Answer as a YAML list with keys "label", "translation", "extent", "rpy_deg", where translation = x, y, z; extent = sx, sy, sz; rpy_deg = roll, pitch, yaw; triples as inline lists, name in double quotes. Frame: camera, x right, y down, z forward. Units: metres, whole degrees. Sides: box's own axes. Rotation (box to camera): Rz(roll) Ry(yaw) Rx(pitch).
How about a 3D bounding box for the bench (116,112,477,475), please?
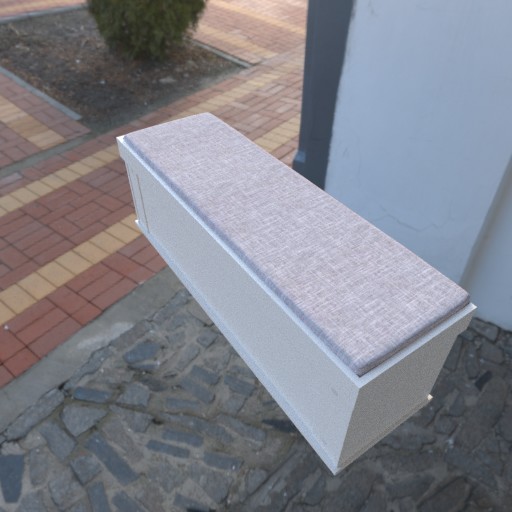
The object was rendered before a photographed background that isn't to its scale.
- label: "bench"
  translation: [0.000, 0.000, 1.391]
  extent: [0.363, 0.453, 1.196]
  rpy_deg: [-24, 47, -25]
